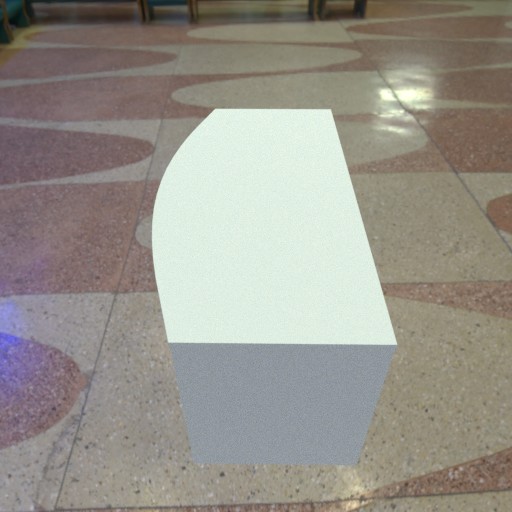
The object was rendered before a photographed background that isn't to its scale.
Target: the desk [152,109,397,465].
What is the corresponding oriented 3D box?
[{"bbox_3d":[0.000,0.000,2.078,0.802,0.750,1.600,0,41,1],"label":"desk"}]
